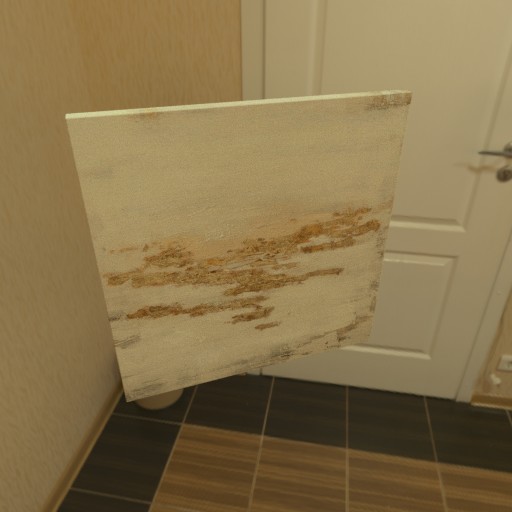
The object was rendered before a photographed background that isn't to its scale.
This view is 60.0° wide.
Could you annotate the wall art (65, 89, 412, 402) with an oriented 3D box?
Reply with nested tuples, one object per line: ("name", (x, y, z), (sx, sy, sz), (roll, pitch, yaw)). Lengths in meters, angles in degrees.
("wall art", (0.000, 0.000, 1.126), (0.753, 0.755, 0.038), (-10, 32, -16))
